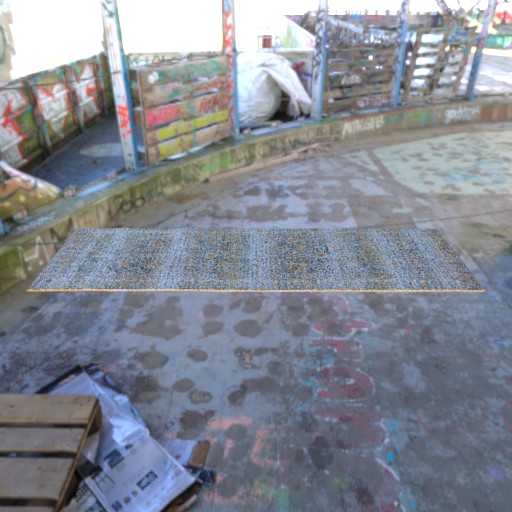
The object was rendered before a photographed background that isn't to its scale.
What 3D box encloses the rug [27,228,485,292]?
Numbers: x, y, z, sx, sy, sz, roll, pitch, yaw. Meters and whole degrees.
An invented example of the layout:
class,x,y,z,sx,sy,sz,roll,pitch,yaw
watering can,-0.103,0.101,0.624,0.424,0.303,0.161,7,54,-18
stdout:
class,x,y,z,sx,sy,sz,roll,pitch,yaw
rug,0.000,0.000,2.515,2.294,0.014,0.704,0,30,0
